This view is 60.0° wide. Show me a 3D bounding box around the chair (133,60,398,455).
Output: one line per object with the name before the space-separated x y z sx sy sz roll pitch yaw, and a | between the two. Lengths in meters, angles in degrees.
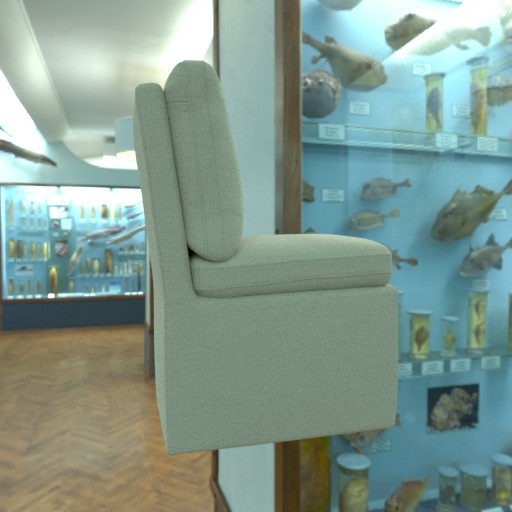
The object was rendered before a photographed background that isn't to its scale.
chair | 0.000 0.000 1.315 0.698 0.927 0.503 0 2 -16
